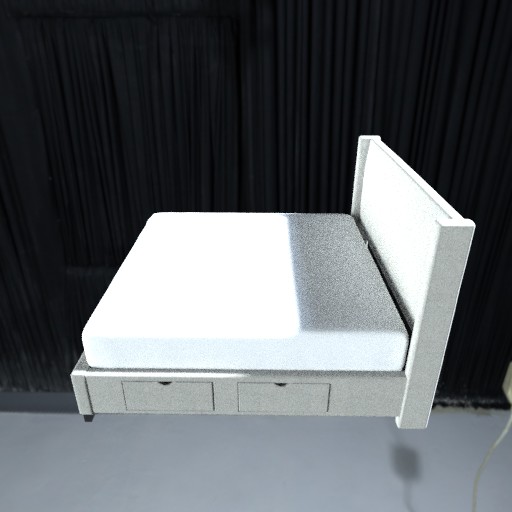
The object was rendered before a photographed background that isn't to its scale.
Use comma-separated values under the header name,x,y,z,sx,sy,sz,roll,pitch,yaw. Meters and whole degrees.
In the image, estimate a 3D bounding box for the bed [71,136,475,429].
name,x,y,z,sx,sy,sz,roll,pitch,yaw
bed,0.000,0.000,3.547,2.280,1.470,2.140,0,27,1
